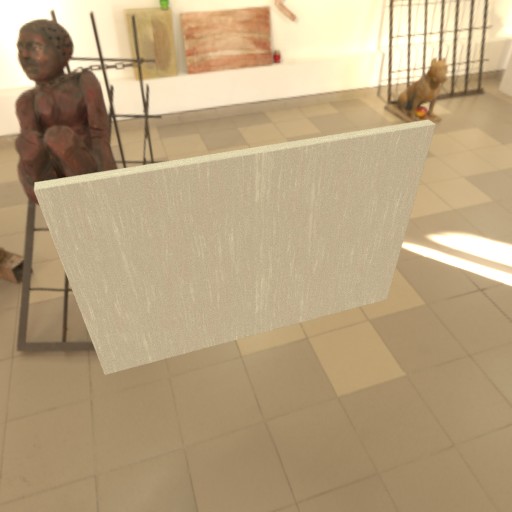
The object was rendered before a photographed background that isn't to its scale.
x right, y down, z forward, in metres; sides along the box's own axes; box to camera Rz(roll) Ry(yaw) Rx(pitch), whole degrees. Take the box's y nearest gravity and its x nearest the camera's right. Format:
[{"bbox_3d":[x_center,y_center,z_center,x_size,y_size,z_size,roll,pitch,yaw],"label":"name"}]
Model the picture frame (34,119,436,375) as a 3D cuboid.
[{"bbox_3d":[0.000,0.000,1.224,0.950,0.640,0.029,-13,42,-14],"label":"picture frame"}]
